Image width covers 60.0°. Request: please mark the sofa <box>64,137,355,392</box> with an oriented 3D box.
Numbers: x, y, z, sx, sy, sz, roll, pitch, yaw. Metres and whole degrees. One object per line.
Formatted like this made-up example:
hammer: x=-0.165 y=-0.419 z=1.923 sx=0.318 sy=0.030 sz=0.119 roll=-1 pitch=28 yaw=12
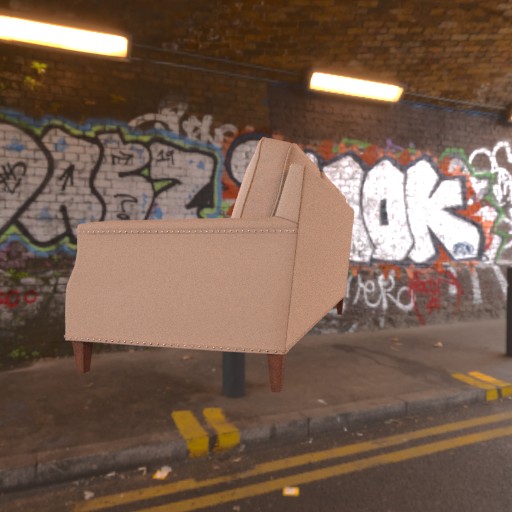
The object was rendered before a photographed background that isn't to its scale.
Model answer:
sofa: x=0.000 y=0.000 z=2.824 sx=1.084 sy=1.003 sz=2.246 roll=0 pitch=1 yaw=17
